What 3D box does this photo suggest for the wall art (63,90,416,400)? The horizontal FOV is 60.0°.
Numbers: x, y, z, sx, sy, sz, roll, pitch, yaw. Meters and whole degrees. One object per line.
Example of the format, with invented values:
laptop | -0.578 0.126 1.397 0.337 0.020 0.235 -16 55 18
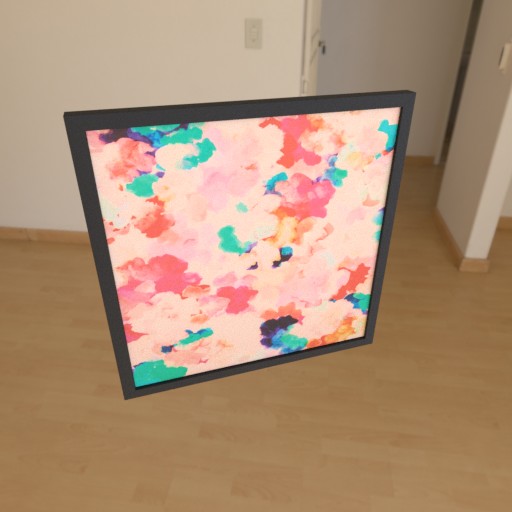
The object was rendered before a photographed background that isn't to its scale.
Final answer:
wall art | 0.000 0.000 0.453 0.306 0.304 0.015 -9 32 -15
